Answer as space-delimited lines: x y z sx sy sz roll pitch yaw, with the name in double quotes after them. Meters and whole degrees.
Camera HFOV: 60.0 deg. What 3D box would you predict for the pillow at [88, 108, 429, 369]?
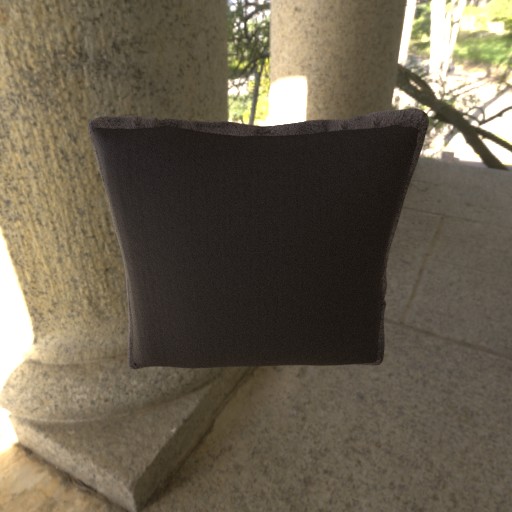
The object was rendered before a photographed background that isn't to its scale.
0.000 0.000 0.800 0.522 0.520 0.204 -1 30 -1 "pillow"
